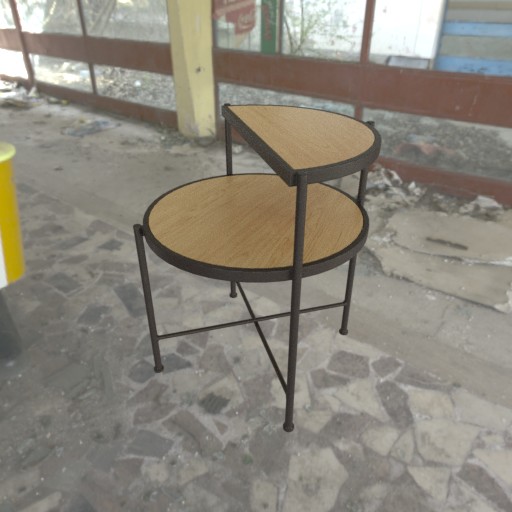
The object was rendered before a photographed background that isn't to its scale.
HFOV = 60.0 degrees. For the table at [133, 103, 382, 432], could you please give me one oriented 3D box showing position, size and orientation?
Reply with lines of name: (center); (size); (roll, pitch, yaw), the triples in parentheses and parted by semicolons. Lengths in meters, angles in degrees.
table: (0.000, 0.000, 1.213); (0.628, 0.684, 0.629); (-8, 32, -14)
